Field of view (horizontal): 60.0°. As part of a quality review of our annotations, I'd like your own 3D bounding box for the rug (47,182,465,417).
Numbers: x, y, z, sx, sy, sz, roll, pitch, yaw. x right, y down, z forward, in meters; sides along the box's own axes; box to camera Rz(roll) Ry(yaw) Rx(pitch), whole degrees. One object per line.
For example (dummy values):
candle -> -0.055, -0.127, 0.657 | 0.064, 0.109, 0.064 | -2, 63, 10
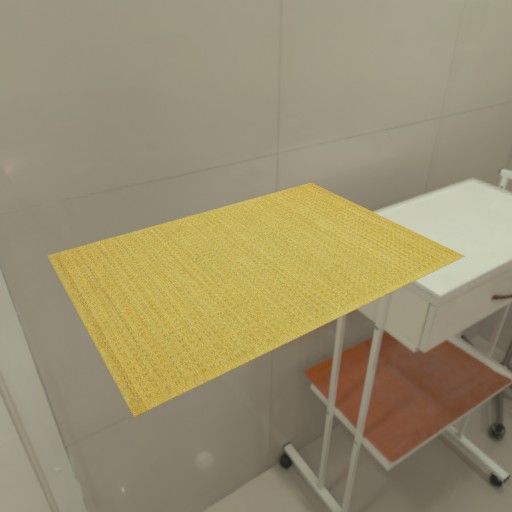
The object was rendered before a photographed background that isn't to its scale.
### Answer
rug -> 0.000, 0.000, 3.724 | 2.895, 0.006, 1.981 | -19, 36, -29
